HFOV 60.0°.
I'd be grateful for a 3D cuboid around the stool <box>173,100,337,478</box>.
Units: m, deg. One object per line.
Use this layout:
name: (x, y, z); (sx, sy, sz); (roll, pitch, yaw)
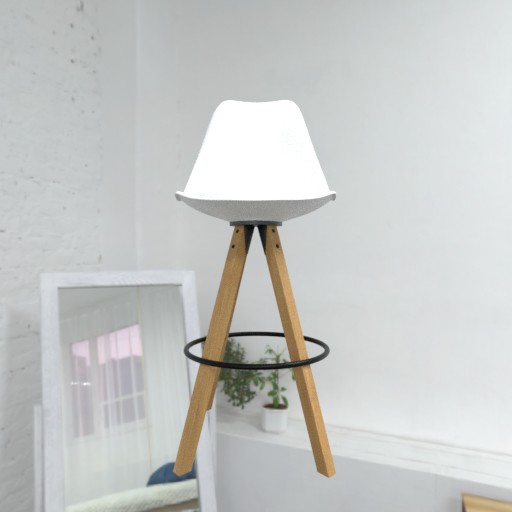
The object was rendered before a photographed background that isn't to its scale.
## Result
stool: (0.000, 0.000, 1.372); (0.482, 1.115, 0.549); (0, 1, 1)
